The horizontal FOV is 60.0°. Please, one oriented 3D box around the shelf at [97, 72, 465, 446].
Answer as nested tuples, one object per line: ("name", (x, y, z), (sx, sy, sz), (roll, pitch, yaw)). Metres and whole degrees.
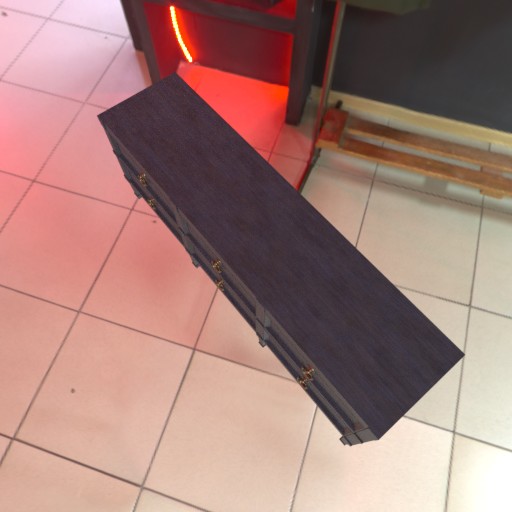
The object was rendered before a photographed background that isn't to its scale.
("shelf", (0.000, 0.000, 2.216), (0.471, 0.715, 1.878), (-36, 70, -16))
